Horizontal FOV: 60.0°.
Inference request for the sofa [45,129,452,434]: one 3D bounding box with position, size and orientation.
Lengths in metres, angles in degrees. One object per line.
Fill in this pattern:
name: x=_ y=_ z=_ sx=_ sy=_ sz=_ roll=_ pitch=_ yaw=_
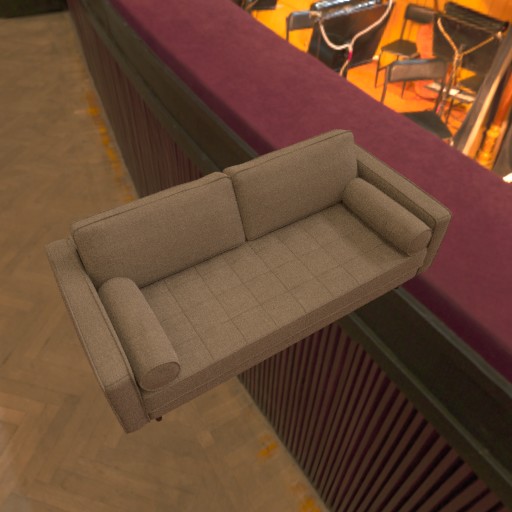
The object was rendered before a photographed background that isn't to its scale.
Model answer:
sofa: x=0.000 y=0.000 z=2.330 sx=1.879 sy=0.762 sz=0.914 roll=-24 pitch=51 yaw=-21
